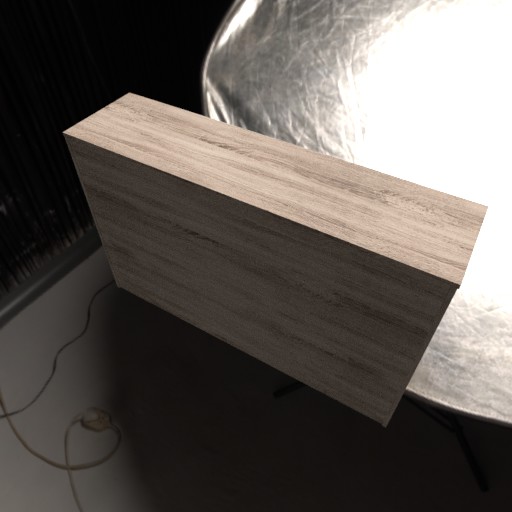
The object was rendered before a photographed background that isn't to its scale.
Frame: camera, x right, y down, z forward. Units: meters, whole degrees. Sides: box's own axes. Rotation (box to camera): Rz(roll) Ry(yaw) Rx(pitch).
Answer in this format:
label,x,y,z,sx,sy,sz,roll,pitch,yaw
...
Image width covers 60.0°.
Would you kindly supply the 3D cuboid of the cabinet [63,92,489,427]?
label,x,y,z,sx,sy,sz,roll,pitch,yaw
cabinet,0.000,0.000,1.833,1.450,0.900,0.380,23,51,21
